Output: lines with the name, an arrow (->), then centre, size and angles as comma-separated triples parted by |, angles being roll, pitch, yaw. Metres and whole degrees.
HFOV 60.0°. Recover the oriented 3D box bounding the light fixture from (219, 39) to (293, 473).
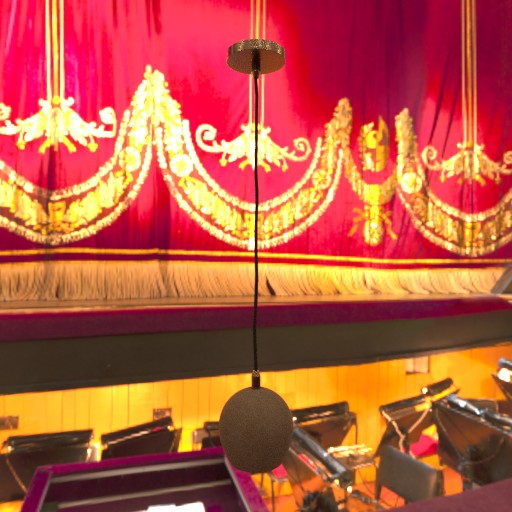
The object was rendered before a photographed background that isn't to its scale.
light fixture -> 0.000, 0.000, 0.832 | 0.139, 0.764, 0.139 | 0, 0, -18
